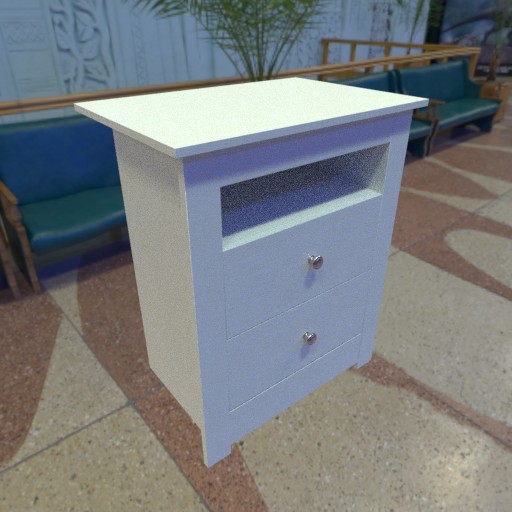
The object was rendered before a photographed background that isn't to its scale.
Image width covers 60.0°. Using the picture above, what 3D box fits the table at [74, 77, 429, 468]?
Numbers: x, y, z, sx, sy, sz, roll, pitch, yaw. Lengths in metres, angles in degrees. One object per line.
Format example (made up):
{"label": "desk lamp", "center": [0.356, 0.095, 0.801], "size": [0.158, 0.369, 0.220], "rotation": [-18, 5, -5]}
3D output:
{"label": "table", "center": [0.000, 0.000, 1.062], "size": [0.589, 0.711, 0.406], "rotation": [-21, 36, -33]}
